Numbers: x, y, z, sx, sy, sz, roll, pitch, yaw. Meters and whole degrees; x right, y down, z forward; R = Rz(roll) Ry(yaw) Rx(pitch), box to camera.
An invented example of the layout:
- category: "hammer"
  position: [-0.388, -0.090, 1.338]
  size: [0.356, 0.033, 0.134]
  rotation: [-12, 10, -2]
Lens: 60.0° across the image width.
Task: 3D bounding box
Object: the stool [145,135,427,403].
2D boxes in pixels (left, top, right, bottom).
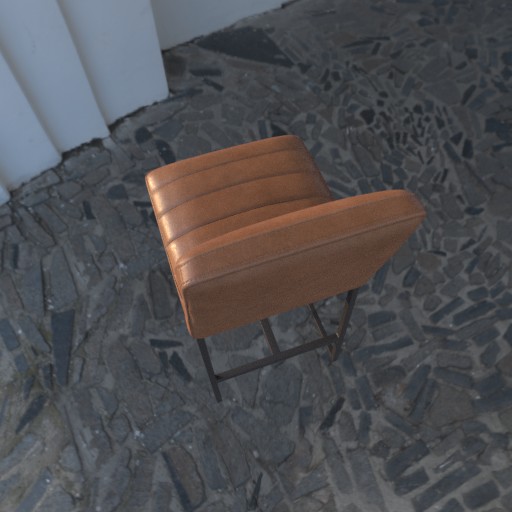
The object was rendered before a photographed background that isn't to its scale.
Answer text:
- category: "stool"
  position: [0.000, 0.000, 1.221]
  size: [0.458, 0.940, 0.556]
  rotation: [-17, 61, -10]
